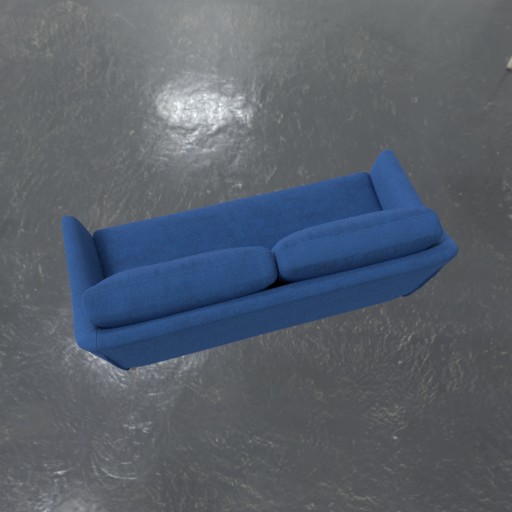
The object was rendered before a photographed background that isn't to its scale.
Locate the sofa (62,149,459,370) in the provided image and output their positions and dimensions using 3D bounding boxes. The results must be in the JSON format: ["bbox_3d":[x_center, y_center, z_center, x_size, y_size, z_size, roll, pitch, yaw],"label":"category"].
[{"bbox_3d":[0.000,0.000,2.543,2.036,0.903,0.960,-13,59,-8],"label":"sofa"}]
